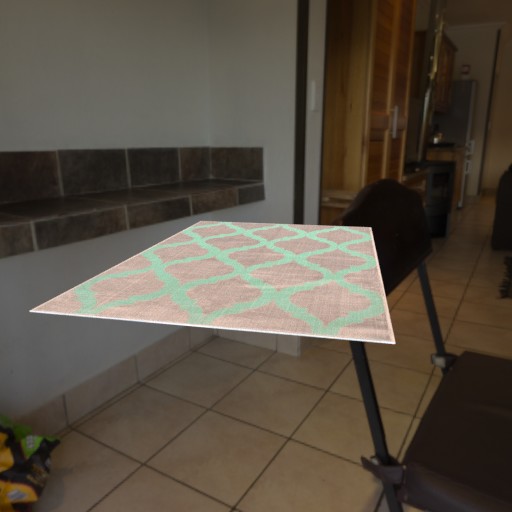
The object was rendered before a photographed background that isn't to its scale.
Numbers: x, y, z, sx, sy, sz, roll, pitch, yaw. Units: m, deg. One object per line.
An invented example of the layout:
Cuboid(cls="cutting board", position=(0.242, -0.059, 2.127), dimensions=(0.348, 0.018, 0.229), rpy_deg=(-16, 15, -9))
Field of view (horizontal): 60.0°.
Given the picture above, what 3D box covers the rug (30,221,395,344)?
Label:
Cuboid(cls="rug", position=(0.000, 0.000, 2.851), dimensions=(1.524, 0.006, 2.286), rpy_deg=(3, 15, 12))
